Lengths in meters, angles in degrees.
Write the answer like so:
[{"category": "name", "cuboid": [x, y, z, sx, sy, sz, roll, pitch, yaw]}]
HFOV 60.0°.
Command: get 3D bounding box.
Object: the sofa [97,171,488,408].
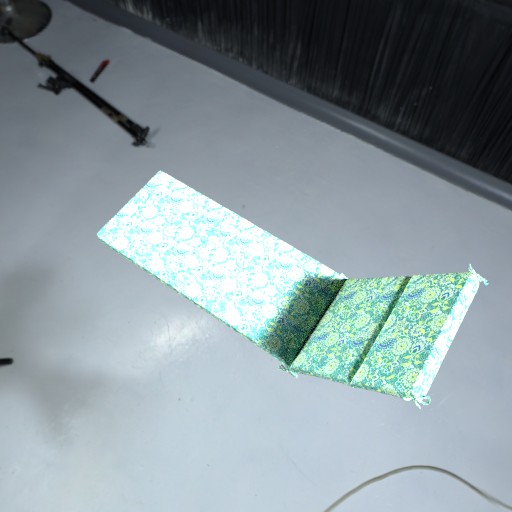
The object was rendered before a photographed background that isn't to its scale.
[{"category": "sofa", "cuboid": [0.000, 0.000, 1.946, 1.663, 0.622, 0.582, 31, 66, 16]}]
